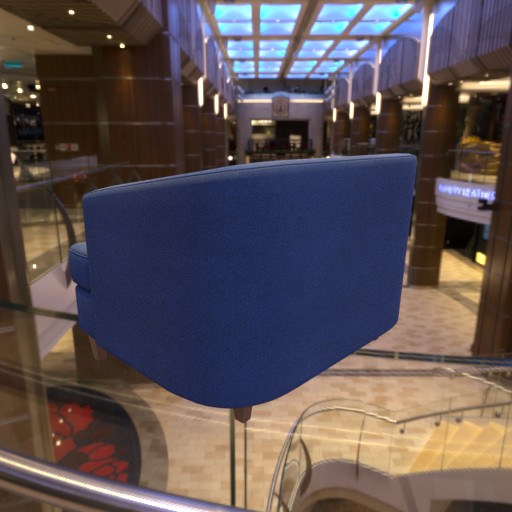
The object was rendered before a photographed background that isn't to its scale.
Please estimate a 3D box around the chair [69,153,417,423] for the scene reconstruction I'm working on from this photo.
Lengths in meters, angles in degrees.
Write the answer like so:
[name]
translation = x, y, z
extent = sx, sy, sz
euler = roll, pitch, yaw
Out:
[chair]
translation = 0.000, 0.000, 1.737
extent = 0.914, 0.787, 1.118
euler = 14, 21, 42
